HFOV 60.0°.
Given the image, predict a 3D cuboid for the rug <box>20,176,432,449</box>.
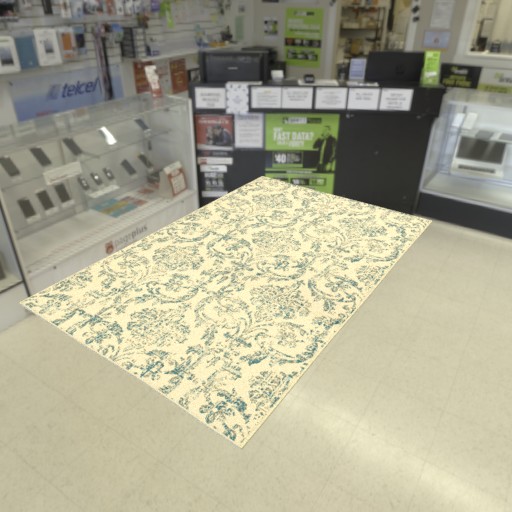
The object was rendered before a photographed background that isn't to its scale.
[{"bbox_3d":[0.000,0.000,3.373,1.819,0.018,2.746,21,37,30],"label":"rug"}]
